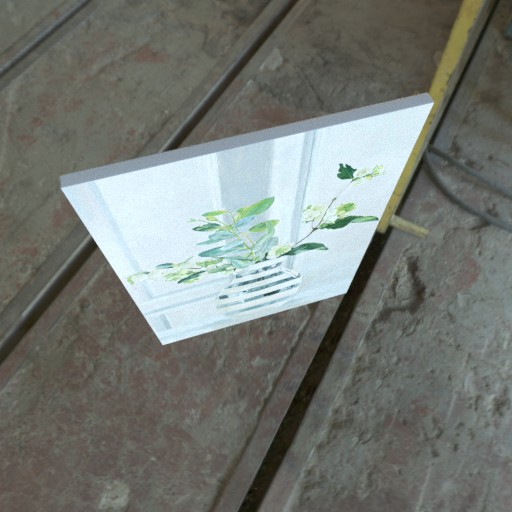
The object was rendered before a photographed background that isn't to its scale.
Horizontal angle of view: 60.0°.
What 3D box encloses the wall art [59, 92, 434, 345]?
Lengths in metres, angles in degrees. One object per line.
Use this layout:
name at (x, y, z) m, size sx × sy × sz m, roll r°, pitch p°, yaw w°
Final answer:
wall art at (0.000, 0.000, 1.585) m, size 0.914 × 1.212 × 0.038 m, roll -15°, pitch 63°, yaw -8°
